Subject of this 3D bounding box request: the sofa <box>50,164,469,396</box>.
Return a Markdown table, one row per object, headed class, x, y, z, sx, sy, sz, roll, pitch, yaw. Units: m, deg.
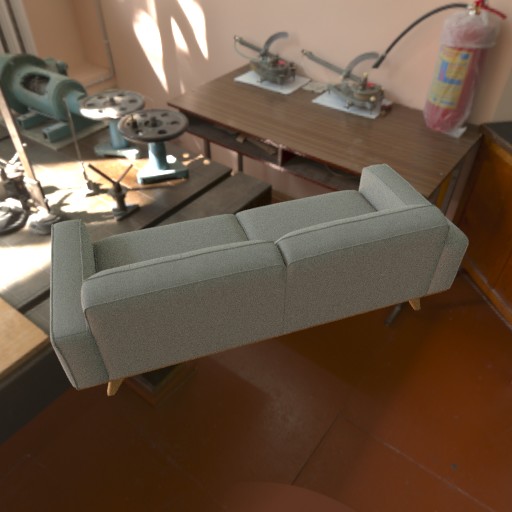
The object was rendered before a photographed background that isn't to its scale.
| class | x | y | z | sx | sy | sz | roll | pitch | yaw |
| --- | --- | --- | --- | --- | --- | --- | --- | --- | --- |
| sofa | 0.000 | 0.000 | 2.673 | 2.270 | 0.781 | 0.956 | -13 | 43 | -14 |
